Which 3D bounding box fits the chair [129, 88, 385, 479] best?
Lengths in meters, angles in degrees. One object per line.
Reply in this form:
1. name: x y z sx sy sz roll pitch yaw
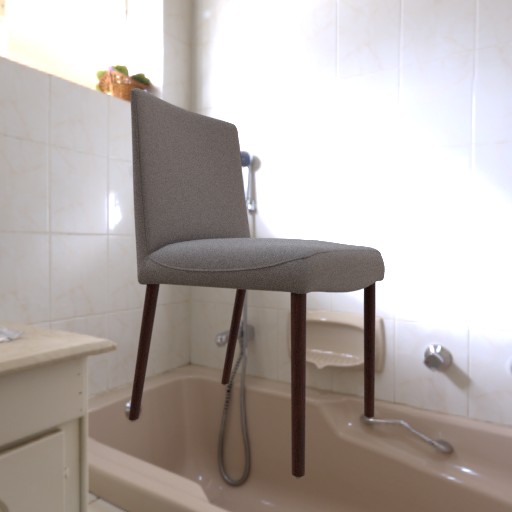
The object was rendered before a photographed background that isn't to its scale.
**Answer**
1. chair: 0.000 0.000 1.154 0.570 0.859 0.456 1 1 35
